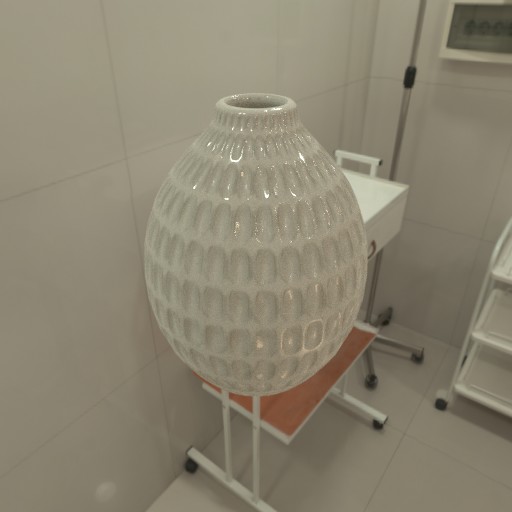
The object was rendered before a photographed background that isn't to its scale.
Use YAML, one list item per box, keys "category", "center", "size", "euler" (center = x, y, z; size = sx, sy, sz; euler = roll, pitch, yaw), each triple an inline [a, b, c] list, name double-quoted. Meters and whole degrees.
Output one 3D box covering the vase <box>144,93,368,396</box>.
- category: "vase"
  center: [0.000, 0.000, 0.329]
  size: [0.162, 0.223, 0.162]
  euler: [0, 31, 0]
